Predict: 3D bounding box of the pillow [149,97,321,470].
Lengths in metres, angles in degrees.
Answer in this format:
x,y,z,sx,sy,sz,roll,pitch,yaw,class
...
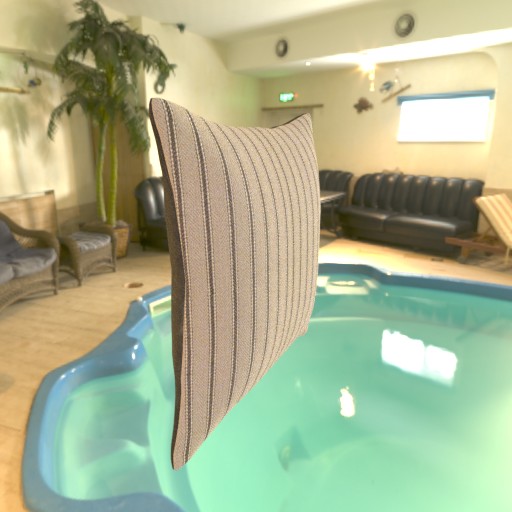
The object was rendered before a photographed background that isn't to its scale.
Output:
x,y,z,sx,sy,sz,roll,pitch,yaw,class
0.000,0.000,0.690,0.138,0.444,0.468,7,16,25,pillow
